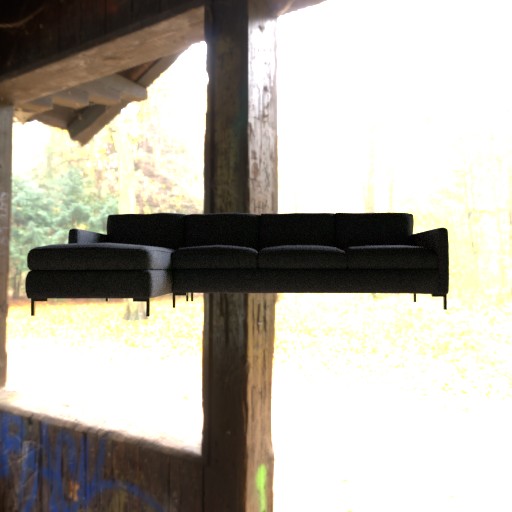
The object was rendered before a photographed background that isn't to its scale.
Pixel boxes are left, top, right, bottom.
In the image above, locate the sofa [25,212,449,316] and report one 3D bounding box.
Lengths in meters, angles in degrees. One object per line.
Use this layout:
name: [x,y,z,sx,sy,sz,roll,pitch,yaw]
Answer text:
sofa: [0.000,0.000,3.446,2.932,0.810,1.350,0,-2,2]
